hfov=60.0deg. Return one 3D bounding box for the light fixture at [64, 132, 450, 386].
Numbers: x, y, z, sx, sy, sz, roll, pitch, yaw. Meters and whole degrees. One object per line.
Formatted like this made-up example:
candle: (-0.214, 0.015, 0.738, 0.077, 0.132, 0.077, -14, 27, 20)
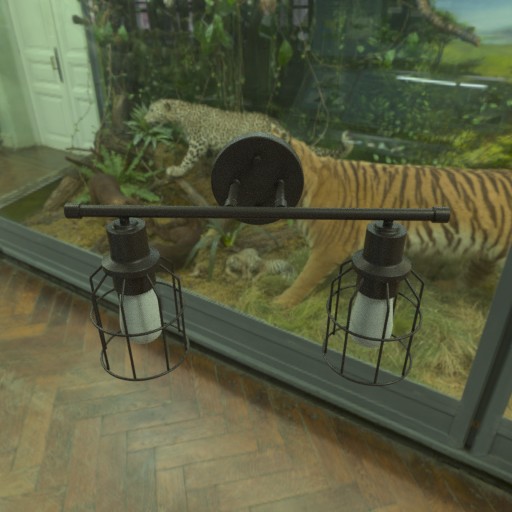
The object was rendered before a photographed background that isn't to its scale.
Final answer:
light fixture: (0.000, 0.000, 0.531, 0.406, 0.254, 0.165, 1, 30, 1)
